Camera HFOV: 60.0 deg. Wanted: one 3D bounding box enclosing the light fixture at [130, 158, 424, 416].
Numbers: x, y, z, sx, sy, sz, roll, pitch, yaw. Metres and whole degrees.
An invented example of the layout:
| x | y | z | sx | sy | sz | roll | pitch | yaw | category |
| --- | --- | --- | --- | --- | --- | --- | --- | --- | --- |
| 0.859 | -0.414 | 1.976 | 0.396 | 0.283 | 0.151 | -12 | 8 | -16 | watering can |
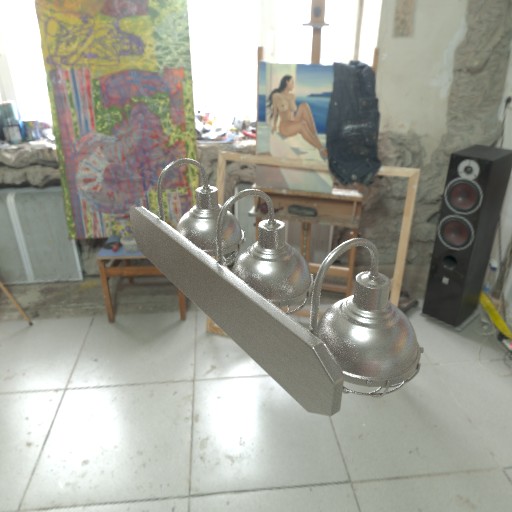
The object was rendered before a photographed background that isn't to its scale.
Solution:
| x | y | z | sx | sy | sz | roll | pitch | yaw | category |
| --- | --- | --- | --- | --- | --- | --- | --- | --- | --- |
| 0.000 | 0.000 | 0.793 | 0.229 | 0.254 | 0.634 | -18 | 32 | -31 | light fixture |
